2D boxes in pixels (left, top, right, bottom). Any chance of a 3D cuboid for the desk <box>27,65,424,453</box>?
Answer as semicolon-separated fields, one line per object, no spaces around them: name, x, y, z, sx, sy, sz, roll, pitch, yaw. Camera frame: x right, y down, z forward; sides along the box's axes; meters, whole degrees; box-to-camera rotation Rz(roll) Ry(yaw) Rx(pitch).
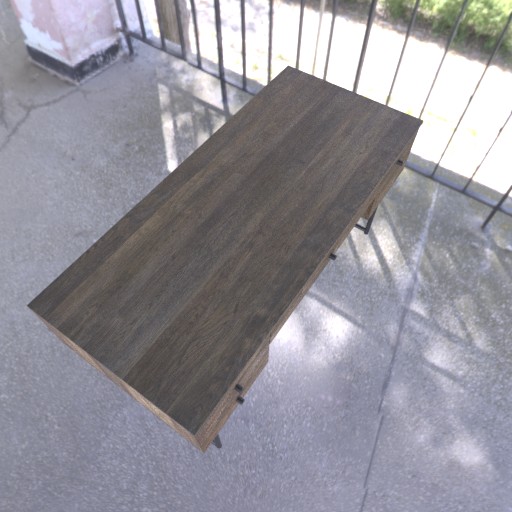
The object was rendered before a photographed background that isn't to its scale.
desk;0.000;0.000;2.033;0.730;0.780;1.600;30;62;18
